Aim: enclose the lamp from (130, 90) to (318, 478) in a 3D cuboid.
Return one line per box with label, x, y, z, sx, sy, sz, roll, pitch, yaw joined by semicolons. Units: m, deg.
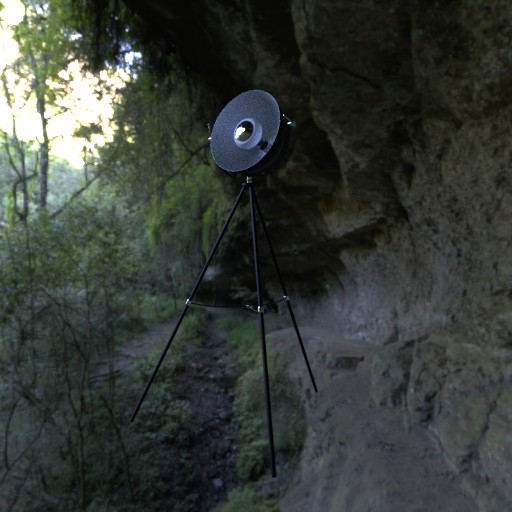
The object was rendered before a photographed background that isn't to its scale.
lamp;0.000;0.000;2.115;0.817;1.512;0.920;0;1;36
